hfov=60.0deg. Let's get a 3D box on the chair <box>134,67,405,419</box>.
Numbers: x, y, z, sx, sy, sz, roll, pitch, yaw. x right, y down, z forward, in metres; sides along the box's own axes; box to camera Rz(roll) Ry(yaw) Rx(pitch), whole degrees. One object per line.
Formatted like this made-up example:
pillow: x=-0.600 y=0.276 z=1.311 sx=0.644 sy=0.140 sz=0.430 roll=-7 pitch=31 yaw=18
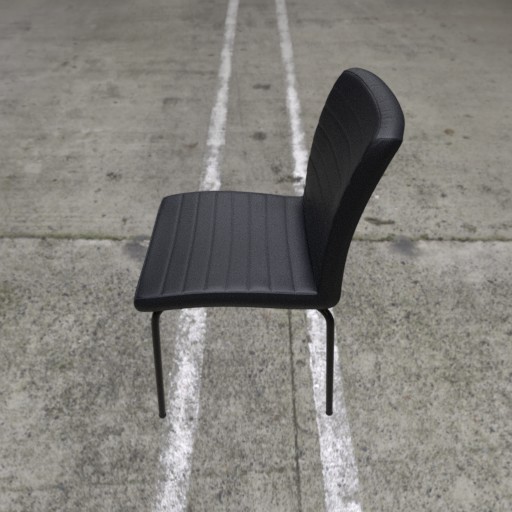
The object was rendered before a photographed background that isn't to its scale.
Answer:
chair: x=0.000 y=0.000 z=1.182 sx=0.572 sy=0.872 sz=0.450 roll=0 pitch=41 yaw=0
